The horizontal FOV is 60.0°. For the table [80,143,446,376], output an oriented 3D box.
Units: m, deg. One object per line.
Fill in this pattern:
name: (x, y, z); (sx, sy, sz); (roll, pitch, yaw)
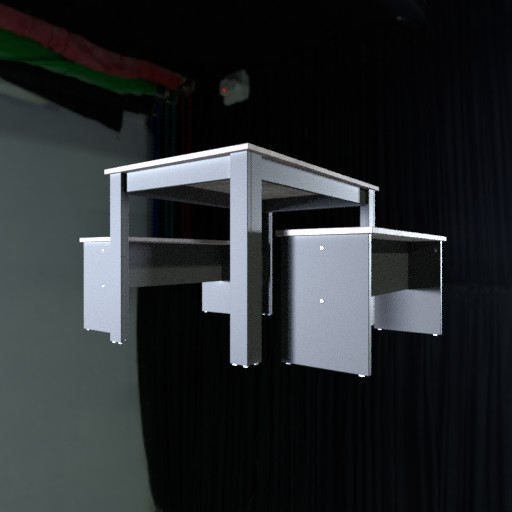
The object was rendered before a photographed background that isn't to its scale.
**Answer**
table: (0.000, 0.000, 2.028); (1.443, 0.700, 1.100); (0, 0, 36)
